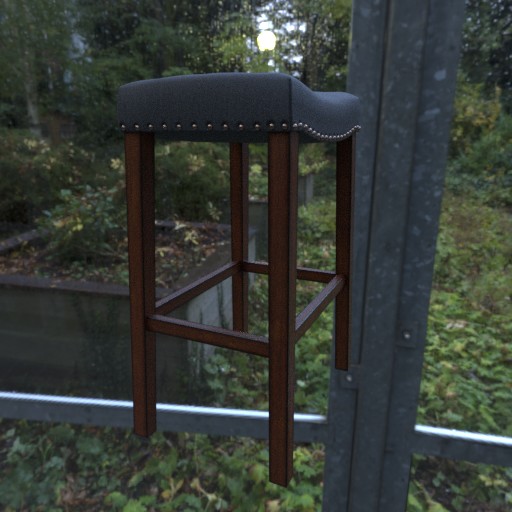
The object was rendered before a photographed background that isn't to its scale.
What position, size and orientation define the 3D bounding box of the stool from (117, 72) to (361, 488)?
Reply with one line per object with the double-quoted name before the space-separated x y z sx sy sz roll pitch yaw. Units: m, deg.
"stool" 0.000 0.000 1.033 0.366 0.748 0.502 7 17 24
